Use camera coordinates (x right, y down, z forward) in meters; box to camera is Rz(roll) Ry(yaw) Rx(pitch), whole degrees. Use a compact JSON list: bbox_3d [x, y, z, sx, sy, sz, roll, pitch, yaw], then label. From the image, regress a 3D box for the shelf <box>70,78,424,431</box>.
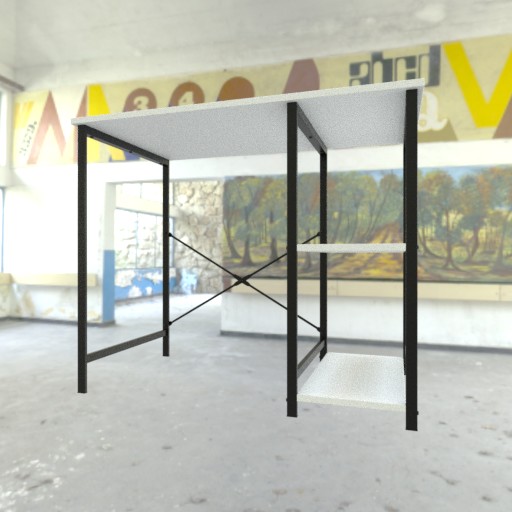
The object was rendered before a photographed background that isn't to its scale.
[{"bbox_3d":[0.000,0.000,1.307,0.902,0.750,0.498,0,0,18],"label":"shelf"}]
